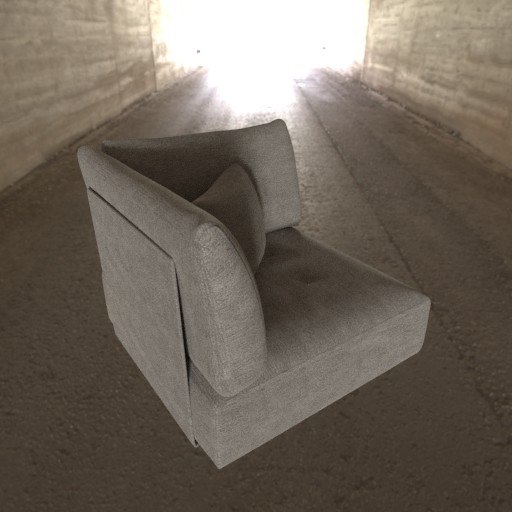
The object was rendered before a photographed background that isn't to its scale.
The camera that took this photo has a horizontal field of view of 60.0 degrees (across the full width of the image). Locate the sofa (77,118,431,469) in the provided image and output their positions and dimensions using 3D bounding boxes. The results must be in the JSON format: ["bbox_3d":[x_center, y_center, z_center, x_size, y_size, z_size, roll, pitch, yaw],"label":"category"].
[{"bbox_3d":[0.000,0.000,1.714,1.000,0.820,1.000,-18,32,-31],"label":"sofa"}]
